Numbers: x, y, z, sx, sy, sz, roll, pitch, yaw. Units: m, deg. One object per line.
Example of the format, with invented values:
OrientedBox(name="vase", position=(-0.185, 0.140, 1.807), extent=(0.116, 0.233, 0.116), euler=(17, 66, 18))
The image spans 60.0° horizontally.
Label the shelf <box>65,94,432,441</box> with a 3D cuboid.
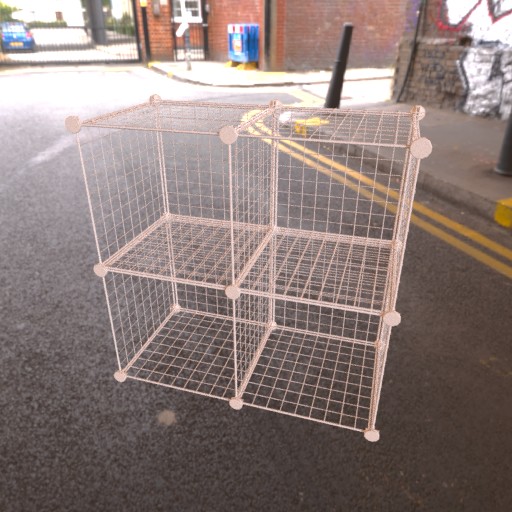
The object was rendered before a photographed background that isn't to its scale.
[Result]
OrientedBox(name="shelf", position=(0.000, 0.000, 1.126), extent=(0.711, 0.711, 0.356), euler=(8, 28, 15))
